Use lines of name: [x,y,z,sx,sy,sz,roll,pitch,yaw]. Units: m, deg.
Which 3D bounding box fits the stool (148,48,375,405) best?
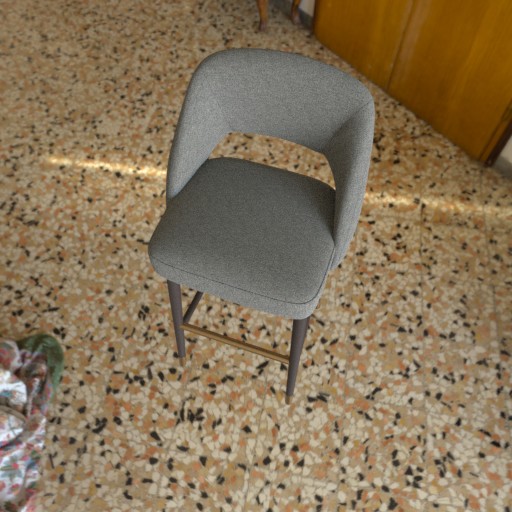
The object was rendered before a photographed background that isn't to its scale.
stool: [0.000,0.000,1.395,0.536,1.089,0.524,17,59,10]
